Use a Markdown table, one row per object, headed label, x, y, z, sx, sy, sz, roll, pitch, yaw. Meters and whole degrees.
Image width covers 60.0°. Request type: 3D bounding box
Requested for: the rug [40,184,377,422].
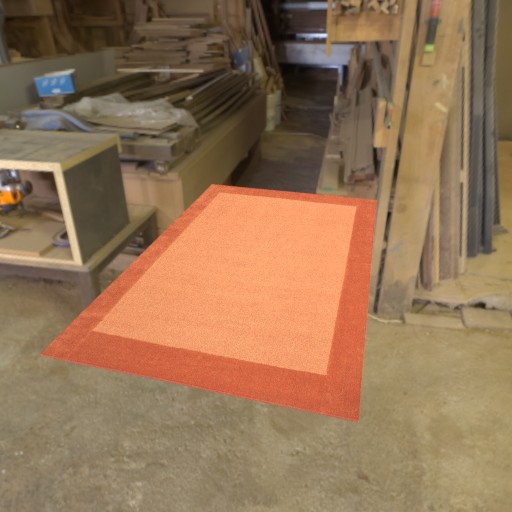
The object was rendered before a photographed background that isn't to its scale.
| label | x | y | z | sx | sy | sz | roll | pitch | yaw |
| --- | --- | --- | --- | --- | --- | --- | --- | --- | --- |
| rug | 0.000 | 0.000 | 3.002 | 1.524 | 0.014 | 2.438 | 8 | 30 | 13 |
